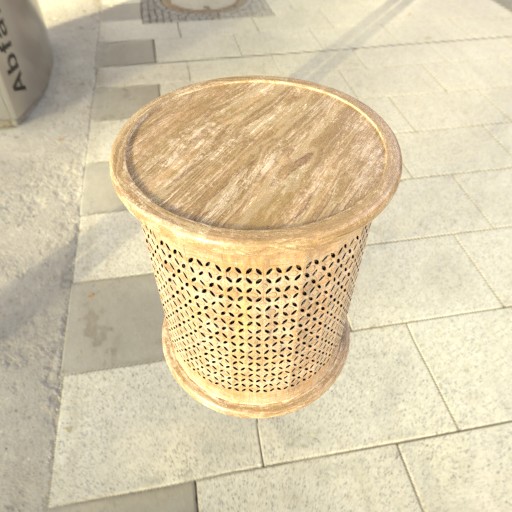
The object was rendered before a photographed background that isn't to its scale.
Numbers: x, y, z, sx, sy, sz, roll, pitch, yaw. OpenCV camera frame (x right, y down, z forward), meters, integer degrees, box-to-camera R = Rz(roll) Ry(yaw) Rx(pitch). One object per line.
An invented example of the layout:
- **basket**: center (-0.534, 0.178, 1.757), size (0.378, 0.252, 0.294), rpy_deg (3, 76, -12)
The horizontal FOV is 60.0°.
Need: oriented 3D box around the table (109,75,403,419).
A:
- **table**: center (0.000, 0.000, 0.801), size (0.407, 0.482, 0.407), rpy_deg (0, 48, 0)
